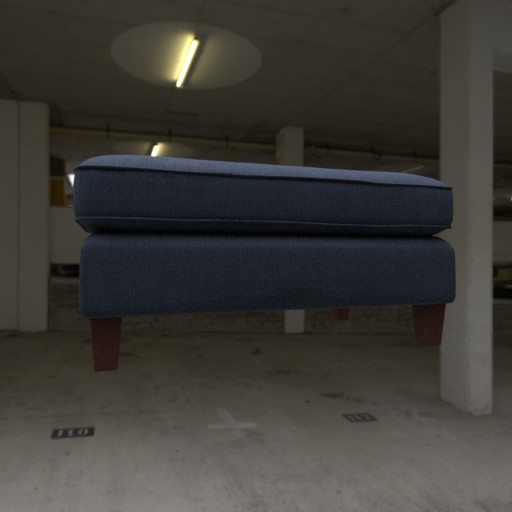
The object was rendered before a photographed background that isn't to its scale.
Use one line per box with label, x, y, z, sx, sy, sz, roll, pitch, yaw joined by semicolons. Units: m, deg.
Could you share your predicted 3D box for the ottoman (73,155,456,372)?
ottoman;0.000;0.000;1.188;0.885;0.438;0.570;0;0;-18
